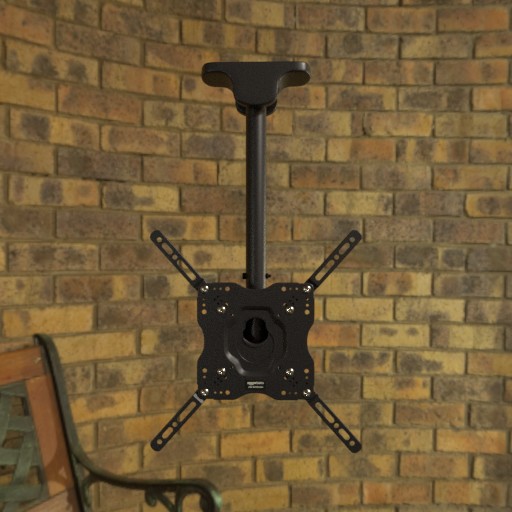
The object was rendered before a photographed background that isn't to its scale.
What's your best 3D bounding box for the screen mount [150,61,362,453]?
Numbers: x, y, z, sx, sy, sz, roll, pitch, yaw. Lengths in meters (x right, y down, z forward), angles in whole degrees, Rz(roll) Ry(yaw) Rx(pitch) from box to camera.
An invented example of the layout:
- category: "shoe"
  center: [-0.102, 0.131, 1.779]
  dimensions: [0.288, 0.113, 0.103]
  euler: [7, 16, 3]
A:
- category: "screen mount"
  center: [0.000, 0.000, 0.866]
  dimensions: [0.393, 0.729, 0.090]
  euler: [0, 0, 1]
